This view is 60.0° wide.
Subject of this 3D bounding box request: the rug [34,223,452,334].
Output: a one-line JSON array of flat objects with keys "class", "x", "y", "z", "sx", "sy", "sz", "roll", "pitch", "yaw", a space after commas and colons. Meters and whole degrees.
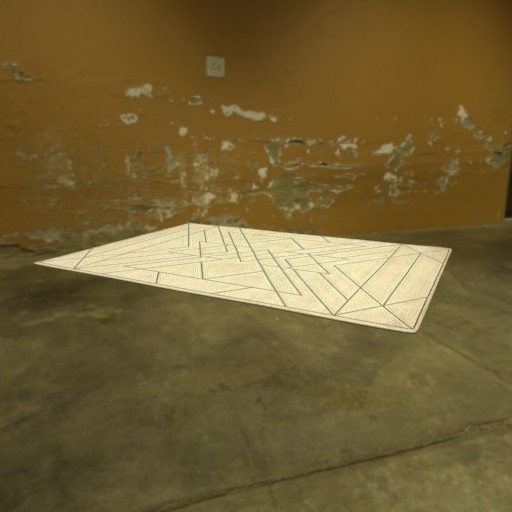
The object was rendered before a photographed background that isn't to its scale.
[{"class": "rug", "x": 0.000, "y": 0.000, "z": 4.371, "sx": 3.381, "sy": 0.026, "sz": 2.436, "roll": 7, "pitch": 16, "yaw": 27}]
